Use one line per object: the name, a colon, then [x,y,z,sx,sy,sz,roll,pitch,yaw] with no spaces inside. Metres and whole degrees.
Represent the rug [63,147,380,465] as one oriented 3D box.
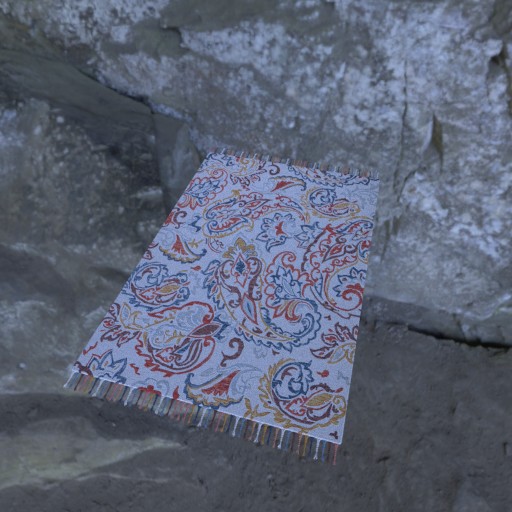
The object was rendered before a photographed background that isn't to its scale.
rug: [0.000,0.000,2.490,1.218,0.010,1.997,11,47,11]
